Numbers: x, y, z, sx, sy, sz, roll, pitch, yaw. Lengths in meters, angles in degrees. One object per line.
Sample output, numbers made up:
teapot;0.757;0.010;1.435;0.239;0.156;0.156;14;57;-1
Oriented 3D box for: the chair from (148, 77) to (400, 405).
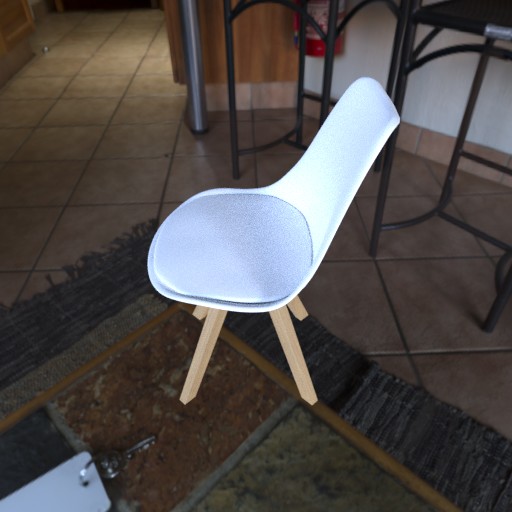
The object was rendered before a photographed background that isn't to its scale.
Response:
chair;0.000;0.000;1.166;0.550;0.849;0.485;0;41;0
